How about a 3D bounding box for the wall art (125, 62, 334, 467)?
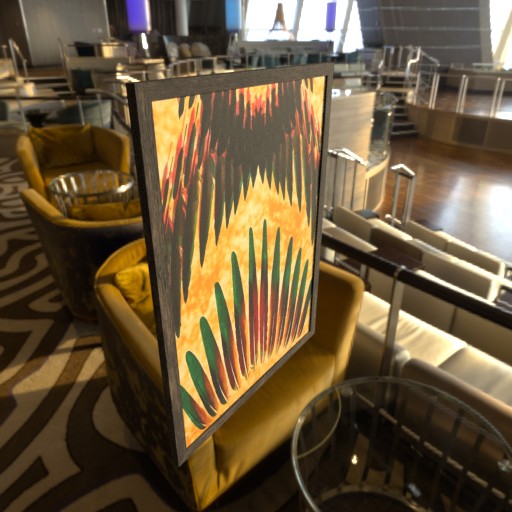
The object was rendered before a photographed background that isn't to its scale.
[{"bbox_3d":[0.000,0.000,1.375,0.029,1.066,0.812,18,32,32],"label":"wall art"}]
